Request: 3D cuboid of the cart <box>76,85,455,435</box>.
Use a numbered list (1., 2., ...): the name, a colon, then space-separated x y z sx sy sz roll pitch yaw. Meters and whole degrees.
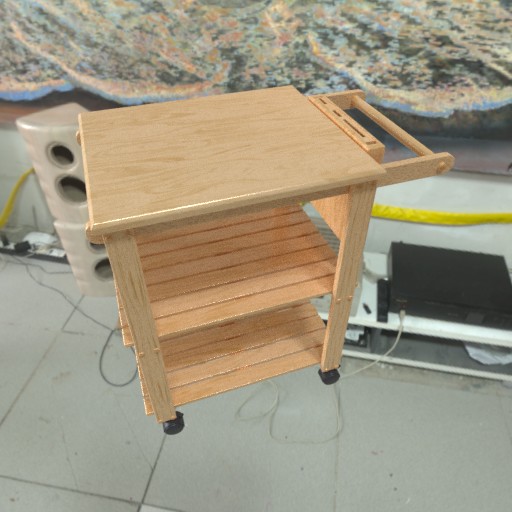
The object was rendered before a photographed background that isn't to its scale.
1. cart: 0.000 0.000 1.342 0.843 0.816 0.520 -13 43 -14
